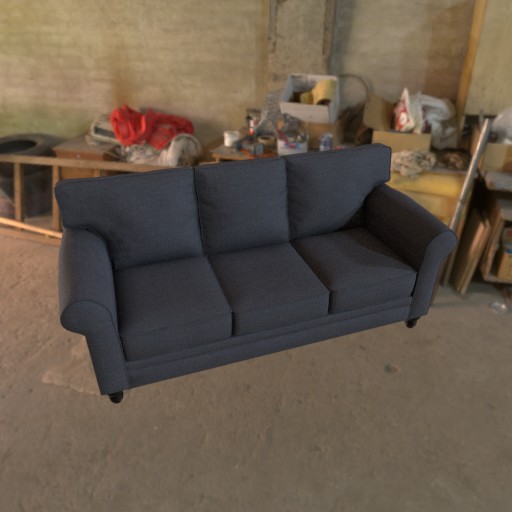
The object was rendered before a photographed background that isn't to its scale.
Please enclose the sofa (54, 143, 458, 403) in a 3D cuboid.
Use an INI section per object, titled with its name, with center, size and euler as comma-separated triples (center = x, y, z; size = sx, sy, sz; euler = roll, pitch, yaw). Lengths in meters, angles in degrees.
[sofa]
center = 0.000, 0.000, 2.583
size = 2.084, 0.966, 0.909
euler = -10, 33, -16
